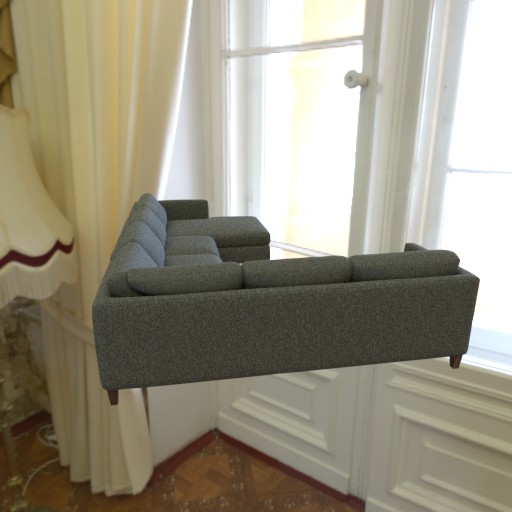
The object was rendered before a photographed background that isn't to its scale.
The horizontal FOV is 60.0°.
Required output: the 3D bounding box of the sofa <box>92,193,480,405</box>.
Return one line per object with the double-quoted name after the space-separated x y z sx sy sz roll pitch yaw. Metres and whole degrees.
0.000 0.000 4.342 2.551 0.853 3.238 -3 18 -10 "sofa"
